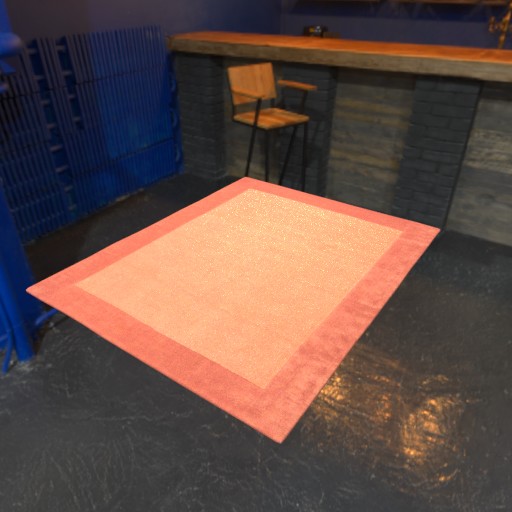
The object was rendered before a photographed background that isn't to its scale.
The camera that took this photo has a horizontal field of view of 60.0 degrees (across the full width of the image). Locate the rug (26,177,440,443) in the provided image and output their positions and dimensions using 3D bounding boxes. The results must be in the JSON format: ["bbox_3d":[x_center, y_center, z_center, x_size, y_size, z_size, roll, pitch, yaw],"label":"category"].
[{"bbox_3d":[0.000,0.000,3.981,2.430,0.018,2.976,20,37,29],"label":"rug"}]
